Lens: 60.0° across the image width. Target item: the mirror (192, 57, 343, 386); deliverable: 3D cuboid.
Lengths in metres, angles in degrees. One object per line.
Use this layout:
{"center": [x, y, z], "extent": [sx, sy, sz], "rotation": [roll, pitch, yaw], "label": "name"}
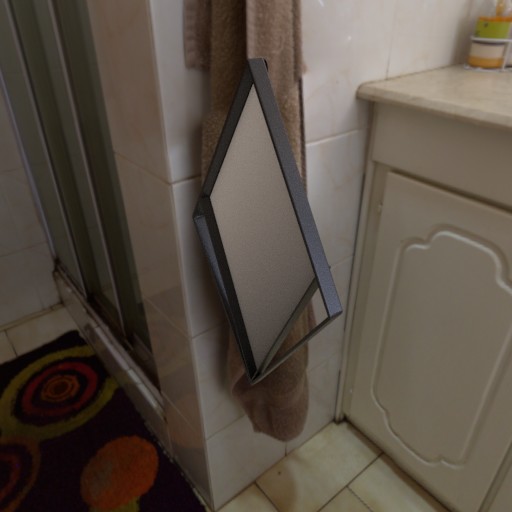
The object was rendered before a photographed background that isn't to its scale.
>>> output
{"center": [0.000, 0.000, 0.823], "extent": [0.032, 0.679, 0.419], "rotation": [-22, 38, -30], "label": "mirror"}
